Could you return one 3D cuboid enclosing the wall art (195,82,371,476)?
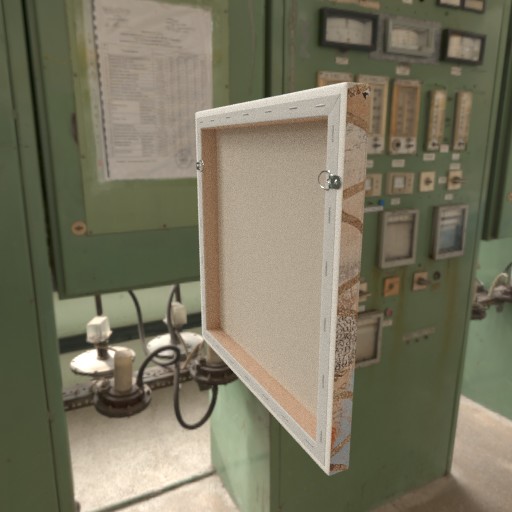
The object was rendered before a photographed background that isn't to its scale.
[{"bbox_3d":[0.000,0.000,0.770,0.038,0.508,0.507,-7,15,-26],"label":"wall art"}]
